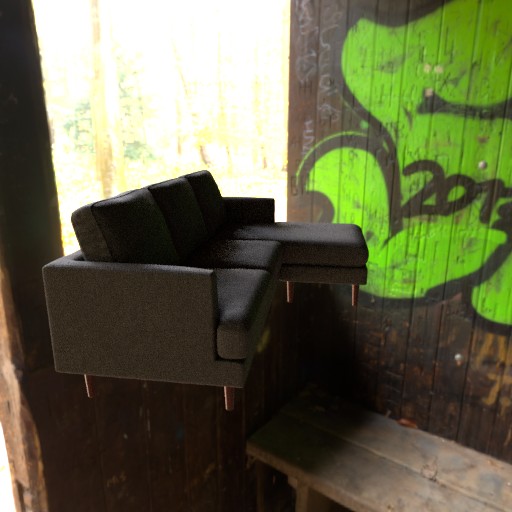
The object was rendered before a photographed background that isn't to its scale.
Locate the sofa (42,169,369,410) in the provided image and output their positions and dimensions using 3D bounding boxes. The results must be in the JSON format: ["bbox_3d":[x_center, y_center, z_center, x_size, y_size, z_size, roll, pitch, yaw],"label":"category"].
[{"bbox_3d":[0.000,0.000,2.871,1.504,0.956,2.233,2,16,9],"label":"sofa"}]
